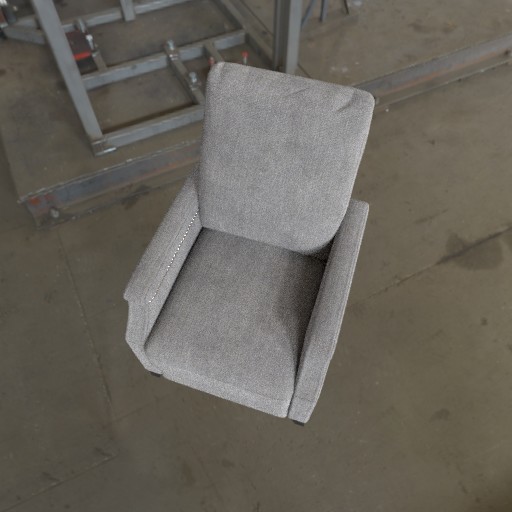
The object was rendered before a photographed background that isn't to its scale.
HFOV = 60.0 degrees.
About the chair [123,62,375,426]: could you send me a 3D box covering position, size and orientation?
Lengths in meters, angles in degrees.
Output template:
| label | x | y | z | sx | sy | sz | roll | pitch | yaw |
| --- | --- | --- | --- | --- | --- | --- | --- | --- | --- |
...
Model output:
| label | x | y | z | sx | sy | sz | roll | pitch | yaw |
| --- | --- | --- | --- | --- | --- | --- | --- | --- | --- |
| chair | 0.000 | 0.000 | 1.646 | 0.710 | 1.049 | 0.922 | 16 | 59 | 10 |
